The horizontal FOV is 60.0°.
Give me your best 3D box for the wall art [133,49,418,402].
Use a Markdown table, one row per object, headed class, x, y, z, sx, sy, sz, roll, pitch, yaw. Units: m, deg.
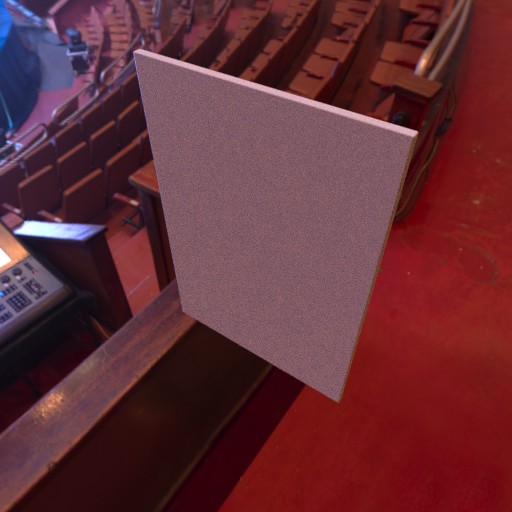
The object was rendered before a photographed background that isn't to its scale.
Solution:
| class | x | y | z | sx | sy | sz | roll | pitch | yaw |
| --- | --- | --- | --- | --- | --- | --- | --- | --- | --- |
| wall art | 0.000 | 0.000 | 0.612 | 0.329 | 0.482 | 0.011 | 26 | 51 | 23 |
